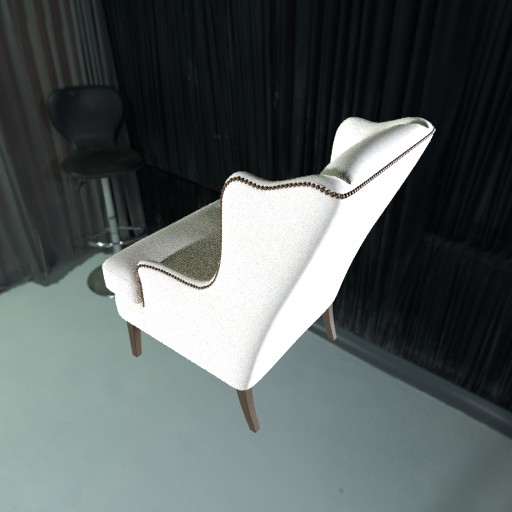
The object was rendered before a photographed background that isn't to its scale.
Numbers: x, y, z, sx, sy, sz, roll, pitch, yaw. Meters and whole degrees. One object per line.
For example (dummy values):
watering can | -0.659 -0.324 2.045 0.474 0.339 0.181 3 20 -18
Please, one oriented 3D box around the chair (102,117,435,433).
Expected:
chair | 0.000 0.000 1.654 0.940 1.029 0.737 21 38 30
